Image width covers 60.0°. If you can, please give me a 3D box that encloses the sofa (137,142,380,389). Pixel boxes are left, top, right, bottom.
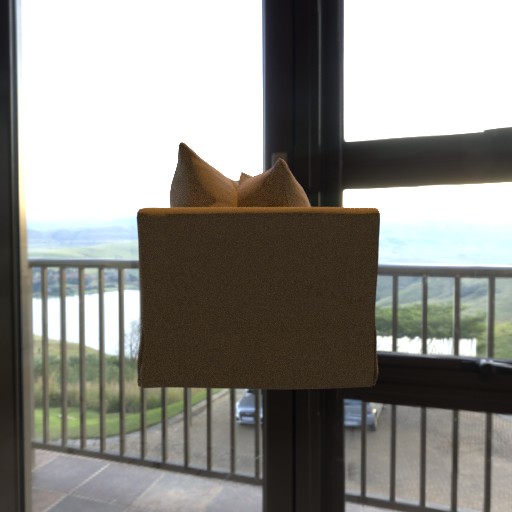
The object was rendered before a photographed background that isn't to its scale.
[{"bbox_3d":[0.000,0.000,3.025,1.046,1.047,2.499,0,1,0],"label":"sofa"}]
